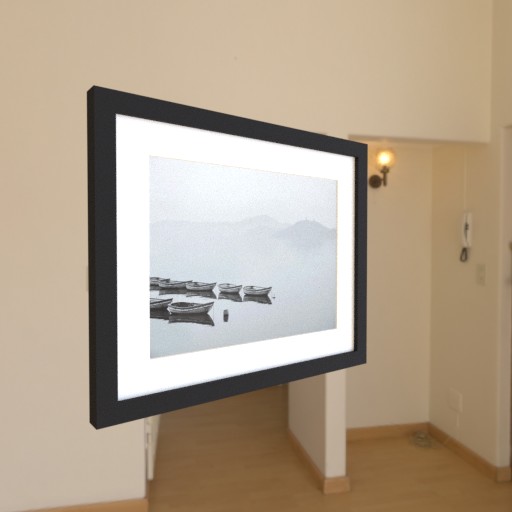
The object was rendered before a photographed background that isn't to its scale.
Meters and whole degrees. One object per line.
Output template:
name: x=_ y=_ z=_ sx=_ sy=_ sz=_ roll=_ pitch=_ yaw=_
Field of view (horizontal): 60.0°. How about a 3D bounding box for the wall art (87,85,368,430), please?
wall art: x=0.000 y=0.000 z=0.763 sx=0.554 sy=0.454 sz=0.030 roll=-1 pitch=2 yaw=-37
